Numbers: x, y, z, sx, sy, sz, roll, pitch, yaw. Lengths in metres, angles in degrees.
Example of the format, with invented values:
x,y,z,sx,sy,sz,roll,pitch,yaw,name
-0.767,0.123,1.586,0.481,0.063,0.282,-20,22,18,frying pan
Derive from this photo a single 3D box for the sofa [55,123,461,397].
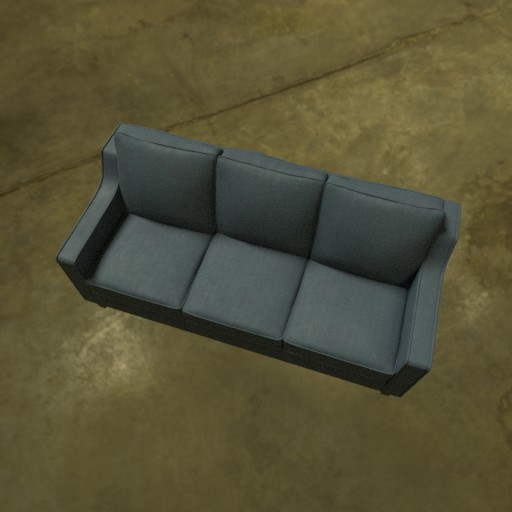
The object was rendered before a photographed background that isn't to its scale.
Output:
x,y,z,sx,sy,sz,roll,pitch,yaw,name
0.000,0.000,2.557,1.986,0.974,0.911,15,60,9,sofa
